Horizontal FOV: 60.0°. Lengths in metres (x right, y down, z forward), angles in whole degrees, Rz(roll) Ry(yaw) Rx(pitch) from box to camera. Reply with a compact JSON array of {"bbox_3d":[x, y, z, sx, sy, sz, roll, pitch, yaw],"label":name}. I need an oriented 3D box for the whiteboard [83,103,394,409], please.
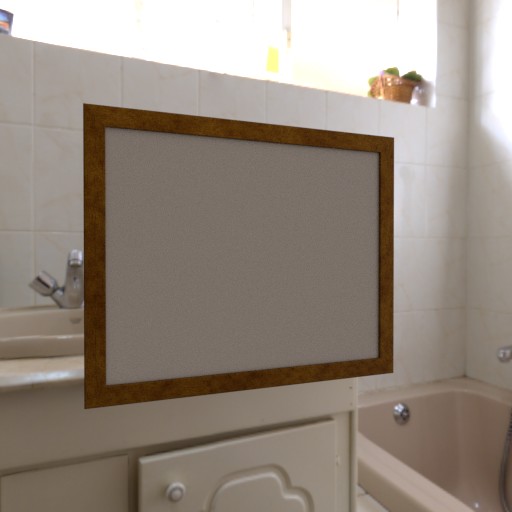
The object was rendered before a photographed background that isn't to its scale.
[{"bbox_3d":[0.000,0.000,0.775,0.561,0.457,0.029,0,1,-21],"label":"whiteboard"}]
